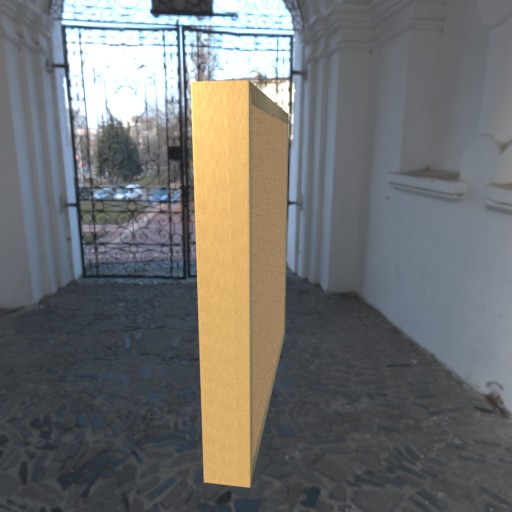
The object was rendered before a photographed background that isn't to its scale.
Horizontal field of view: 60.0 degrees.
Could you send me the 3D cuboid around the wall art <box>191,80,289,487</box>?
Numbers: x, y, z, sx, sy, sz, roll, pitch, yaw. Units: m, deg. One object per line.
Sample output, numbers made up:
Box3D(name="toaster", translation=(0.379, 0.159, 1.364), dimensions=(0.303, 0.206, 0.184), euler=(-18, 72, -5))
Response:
Box3D(name="wall art", translation=(0.000, 0.000, 0.465), dimensions=(0.038, 0.305, 0.304), euler=(2, 14, 9))
